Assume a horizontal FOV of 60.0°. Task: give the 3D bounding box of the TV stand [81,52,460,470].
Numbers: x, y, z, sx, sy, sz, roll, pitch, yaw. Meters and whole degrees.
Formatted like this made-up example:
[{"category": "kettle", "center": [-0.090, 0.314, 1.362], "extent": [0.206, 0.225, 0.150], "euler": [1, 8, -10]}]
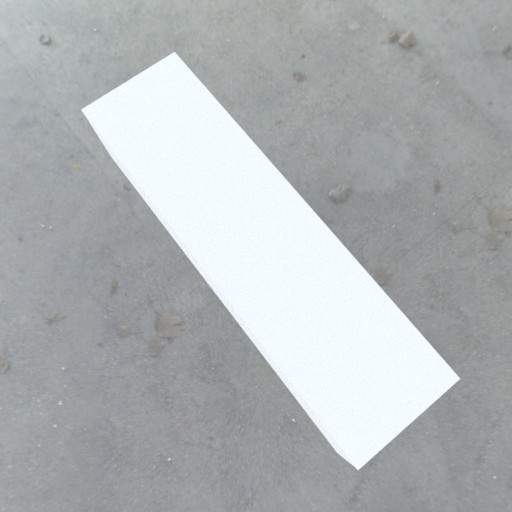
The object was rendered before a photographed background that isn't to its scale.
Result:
[{"category": "TV stand", "center": [0.000, 0.000, 1.634], "extent": [0.401, 0.560, 1.398], "euler": [-37, 77, -10]}]
